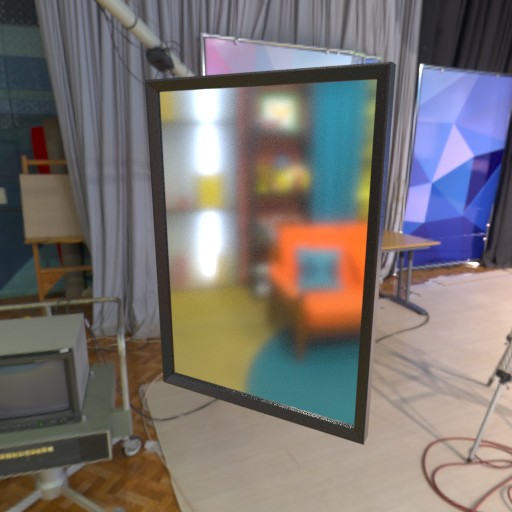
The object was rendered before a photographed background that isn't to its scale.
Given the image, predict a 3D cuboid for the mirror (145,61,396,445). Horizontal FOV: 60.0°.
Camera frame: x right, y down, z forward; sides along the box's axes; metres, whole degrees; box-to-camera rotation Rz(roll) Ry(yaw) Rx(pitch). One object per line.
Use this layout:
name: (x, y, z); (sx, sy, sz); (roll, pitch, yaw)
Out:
mirror: (0.000, 0.000, 0.924); (0.507, 0.710, 0.039); (8, 17, 27)
